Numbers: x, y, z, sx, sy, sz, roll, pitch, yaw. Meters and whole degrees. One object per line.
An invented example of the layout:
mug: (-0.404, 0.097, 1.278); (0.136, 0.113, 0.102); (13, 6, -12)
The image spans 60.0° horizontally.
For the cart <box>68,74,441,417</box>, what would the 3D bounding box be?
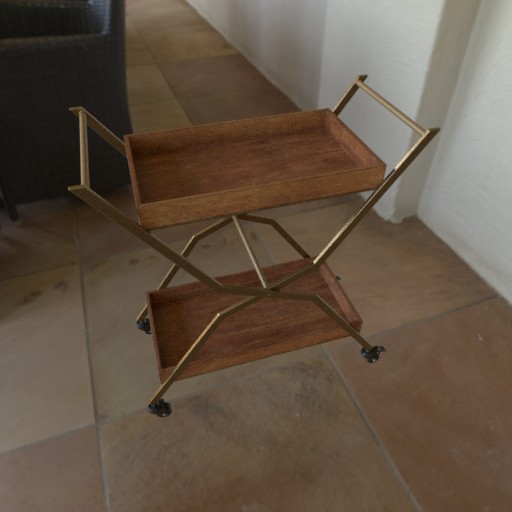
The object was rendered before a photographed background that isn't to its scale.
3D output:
cart: (0.000, 0.000, 1.327); (0.836, 0.869, 0.405); (-12, 43, -13)
